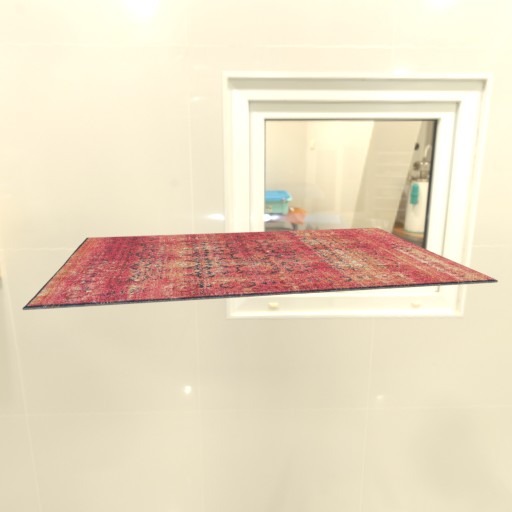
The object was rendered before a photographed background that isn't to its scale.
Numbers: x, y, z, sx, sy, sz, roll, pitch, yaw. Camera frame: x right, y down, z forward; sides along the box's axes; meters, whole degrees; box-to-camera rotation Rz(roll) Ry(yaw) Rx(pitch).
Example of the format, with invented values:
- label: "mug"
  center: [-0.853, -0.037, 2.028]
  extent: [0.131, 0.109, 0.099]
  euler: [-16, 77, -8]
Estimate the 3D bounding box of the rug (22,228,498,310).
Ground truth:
- label: "rug"
  center: [0.000, 0.000, 2.959]
  extent: [2.449, 0.018, 1.539]
  euler: [-2, 15, -10]
